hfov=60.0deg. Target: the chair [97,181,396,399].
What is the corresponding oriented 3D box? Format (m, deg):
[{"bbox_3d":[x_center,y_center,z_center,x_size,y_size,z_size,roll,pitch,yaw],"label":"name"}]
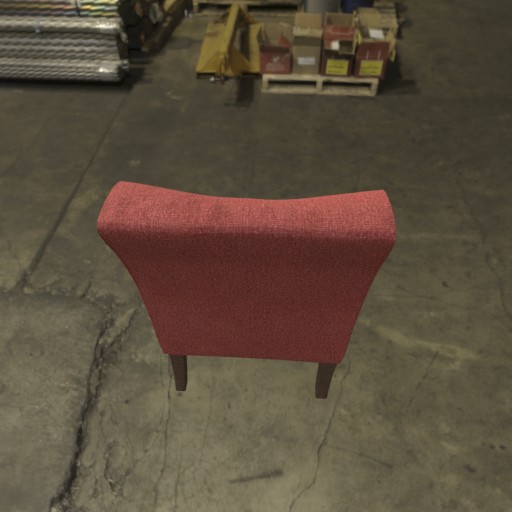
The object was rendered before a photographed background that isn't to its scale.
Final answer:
[{"bbox_3d":[0.000,0.000,1.270,0.538,0.846,0.640,3,48,2],"label":"chair"}]
